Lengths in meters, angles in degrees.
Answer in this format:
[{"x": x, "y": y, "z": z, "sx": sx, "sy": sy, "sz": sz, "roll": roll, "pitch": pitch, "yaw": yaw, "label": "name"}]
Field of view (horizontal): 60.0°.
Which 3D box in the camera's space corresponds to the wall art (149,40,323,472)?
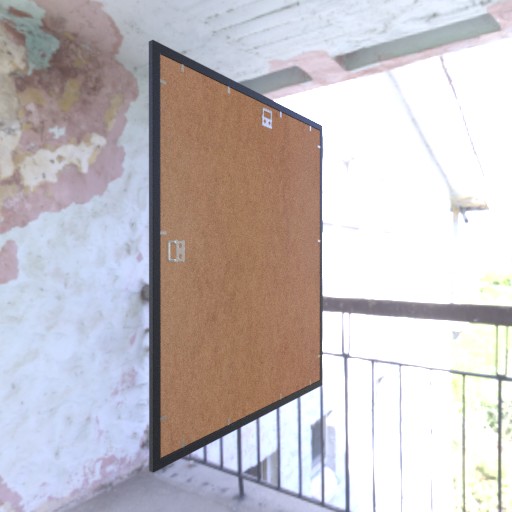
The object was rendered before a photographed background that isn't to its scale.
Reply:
[{"x": 0.000, "y": 0.000, "z": 0.906, "sx": 0.018, "sy": 0.660, "sz": 0.559, "roll": 0, "pitch": 0, "yaw": 36, "label": "wall art"}]
